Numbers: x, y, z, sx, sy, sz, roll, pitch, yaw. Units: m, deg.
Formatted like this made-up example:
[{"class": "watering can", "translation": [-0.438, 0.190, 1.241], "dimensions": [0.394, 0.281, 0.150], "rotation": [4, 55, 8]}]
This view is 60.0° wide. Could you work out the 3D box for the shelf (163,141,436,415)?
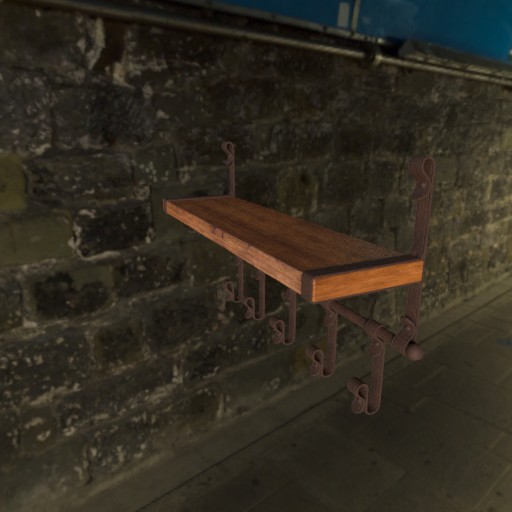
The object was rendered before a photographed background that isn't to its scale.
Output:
[{"class": "shelf", "translation": [0.000, 0.000, 0.692], "dimensions": [0.146, 0.330, 0.567], "rotation": [-8, 18, -25]}]
